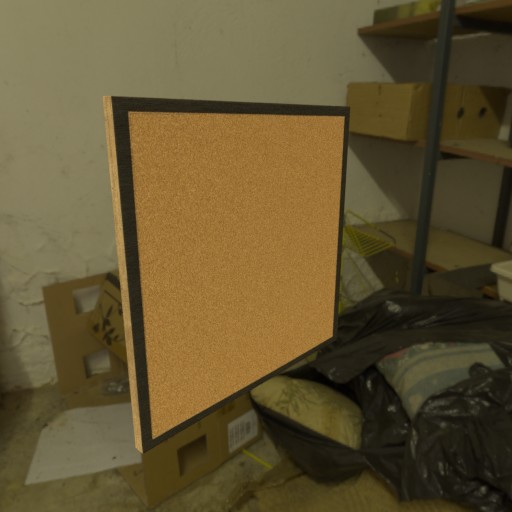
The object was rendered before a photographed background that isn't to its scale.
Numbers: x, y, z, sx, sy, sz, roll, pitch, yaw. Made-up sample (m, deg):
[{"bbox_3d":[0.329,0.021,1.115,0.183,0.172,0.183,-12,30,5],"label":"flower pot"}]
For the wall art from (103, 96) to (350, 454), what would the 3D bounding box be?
[{"bbox_3d":[0.000,0.000,1.056,0.029,0.691,0.695,16,23,42],"label":"wall art"}]
